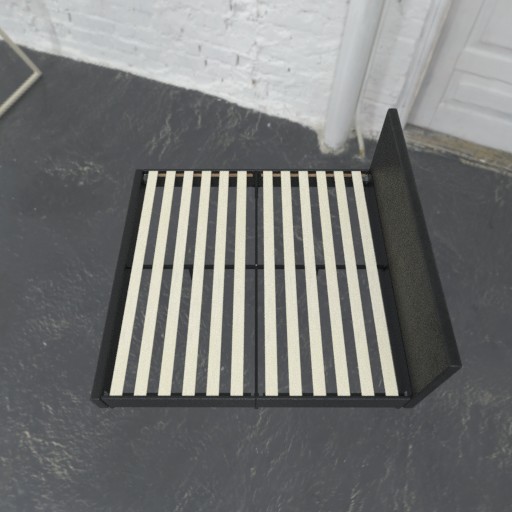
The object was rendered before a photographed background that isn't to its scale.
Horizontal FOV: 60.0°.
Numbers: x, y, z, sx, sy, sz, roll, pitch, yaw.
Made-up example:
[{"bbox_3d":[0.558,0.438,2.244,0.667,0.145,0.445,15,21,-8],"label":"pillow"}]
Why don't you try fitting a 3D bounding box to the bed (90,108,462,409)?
[{"bbox_3d":[0.000,0.000,3.274,2.152,1.046,2.018,0,58,0],"label":"bed"}]
